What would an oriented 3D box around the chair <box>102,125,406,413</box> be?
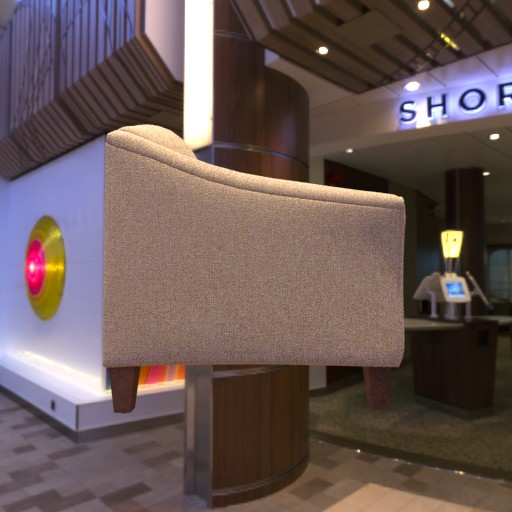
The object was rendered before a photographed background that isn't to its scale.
[{"bbox_3d":[0.000,0.000,1.495,0.787,0.839,0.763,0,-2,0],"label":"chair"}]
